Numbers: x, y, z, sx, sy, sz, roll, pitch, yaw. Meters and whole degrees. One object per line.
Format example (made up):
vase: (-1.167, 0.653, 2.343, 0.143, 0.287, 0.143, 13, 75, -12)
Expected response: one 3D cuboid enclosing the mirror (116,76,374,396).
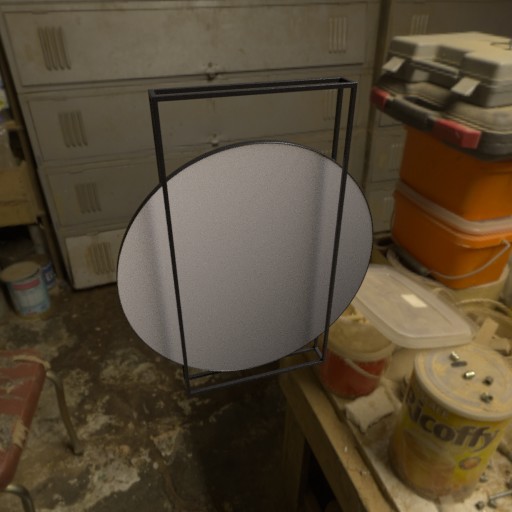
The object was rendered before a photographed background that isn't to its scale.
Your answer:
mirror: (0.000, 0.000, 0.825, 0.508, 0.603, 0.051, -10, 33, -15)
